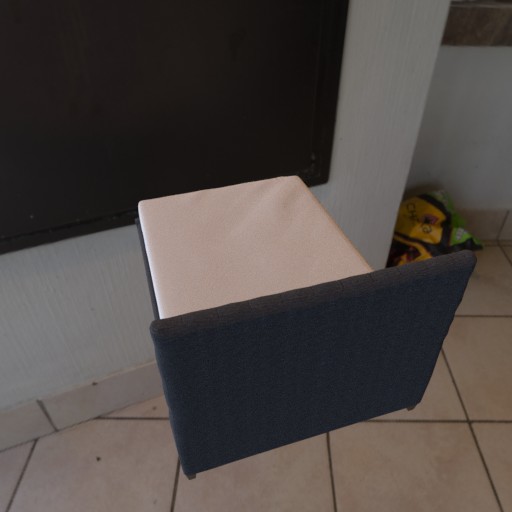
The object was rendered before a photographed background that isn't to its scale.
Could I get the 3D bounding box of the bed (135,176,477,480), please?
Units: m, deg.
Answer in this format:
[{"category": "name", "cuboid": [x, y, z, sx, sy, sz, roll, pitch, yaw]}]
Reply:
[{"category": "bed", "cuboid": [0.000, 0.000, 3.387, 1.698, 1.427, 2.387, -12, 41, -13]}]
